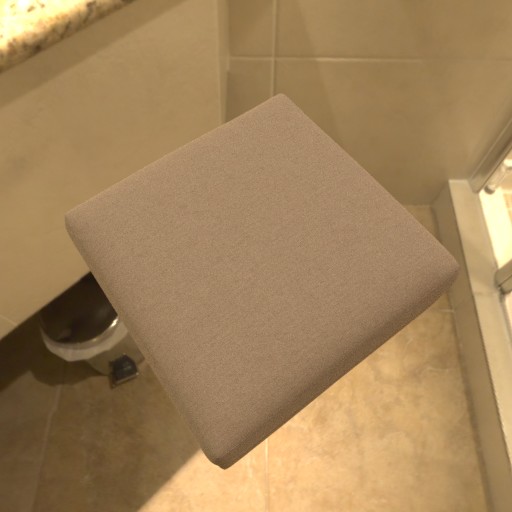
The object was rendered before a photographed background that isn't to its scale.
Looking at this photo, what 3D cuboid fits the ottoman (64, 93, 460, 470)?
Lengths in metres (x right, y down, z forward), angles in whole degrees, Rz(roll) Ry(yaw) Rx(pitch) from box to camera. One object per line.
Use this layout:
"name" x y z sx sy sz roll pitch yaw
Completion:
"ottoman" 0.000 0.000 1.646 1.041 0.470 1.041 -33 68 -16
